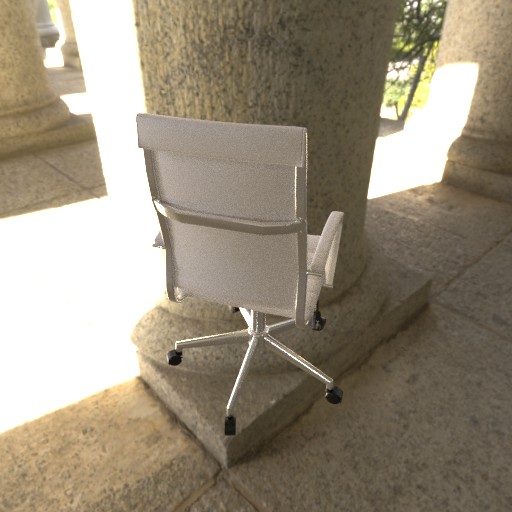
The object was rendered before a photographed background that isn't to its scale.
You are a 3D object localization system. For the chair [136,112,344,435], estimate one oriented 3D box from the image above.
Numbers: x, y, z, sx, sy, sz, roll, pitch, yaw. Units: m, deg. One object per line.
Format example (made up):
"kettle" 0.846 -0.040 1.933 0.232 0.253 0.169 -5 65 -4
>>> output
"chair" 0.000 0.000 1.619 0.766 1.149 0.739 10 34 15
